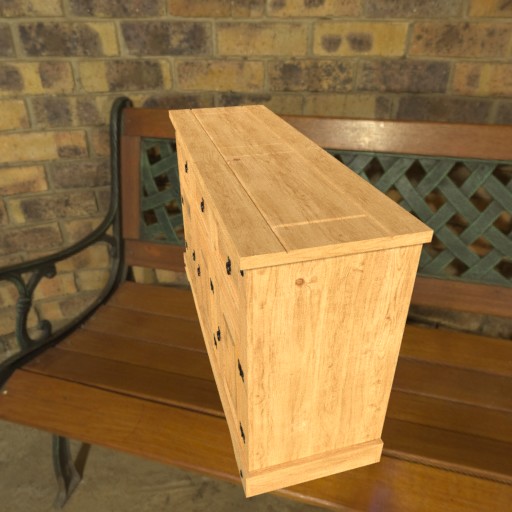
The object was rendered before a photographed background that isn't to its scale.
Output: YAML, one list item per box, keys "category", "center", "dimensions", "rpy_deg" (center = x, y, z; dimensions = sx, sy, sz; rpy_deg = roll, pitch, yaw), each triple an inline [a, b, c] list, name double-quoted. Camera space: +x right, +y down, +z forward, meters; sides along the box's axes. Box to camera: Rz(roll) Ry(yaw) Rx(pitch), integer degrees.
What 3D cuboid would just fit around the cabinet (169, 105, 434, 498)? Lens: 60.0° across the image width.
- category: "cabinet"
  center: [0.000, 0.000, 1.665]
  dimensions: [0.432, 0.810, 1.321]
  rpy_deg: [-8, 31, -13]
